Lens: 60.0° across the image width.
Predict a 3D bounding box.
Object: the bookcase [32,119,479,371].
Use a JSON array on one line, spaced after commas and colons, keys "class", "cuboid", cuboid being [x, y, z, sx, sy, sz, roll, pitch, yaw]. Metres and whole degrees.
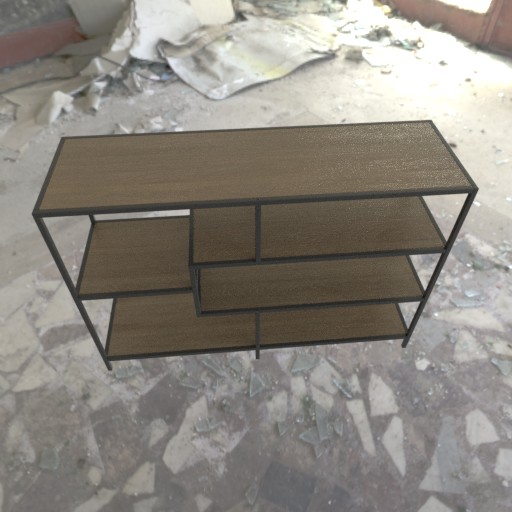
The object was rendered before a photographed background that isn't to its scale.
[{"class": "bookcase", "cuboid": [0.000, 0.000, 1.526, 1.140, 0.780, 0.350, -4, 47, -3]}]
